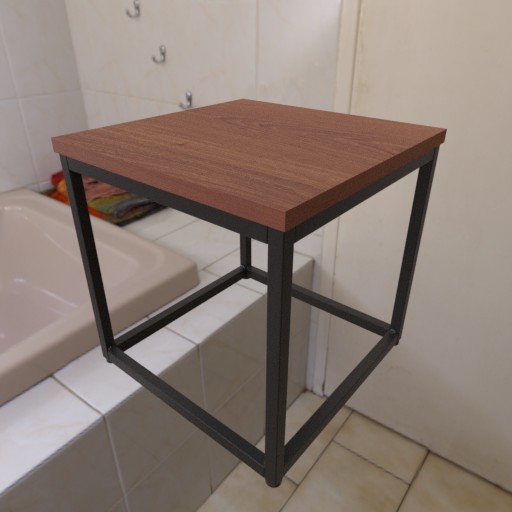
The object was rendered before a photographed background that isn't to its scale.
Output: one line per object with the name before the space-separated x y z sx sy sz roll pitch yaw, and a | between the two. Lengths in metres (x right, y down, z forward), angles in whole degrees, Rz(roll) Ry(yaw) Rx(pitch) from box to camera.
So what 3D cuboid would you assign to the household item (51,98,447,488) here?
household item | 0.000 0.000 0.728 0.400 0.400 0.400 22 36 34
